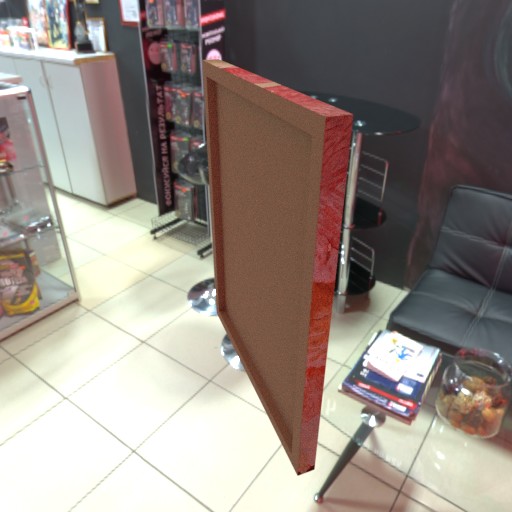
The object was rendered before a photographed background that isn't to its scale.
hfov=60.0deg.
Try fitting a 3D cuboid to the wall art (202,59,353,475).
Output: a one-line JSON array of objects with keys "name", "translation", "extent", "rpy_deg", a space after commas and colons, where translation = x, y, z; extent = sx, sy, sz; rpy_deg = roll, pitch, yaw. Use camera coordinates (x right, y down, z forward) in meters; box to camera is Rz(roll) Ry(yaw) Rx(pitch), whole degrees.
[{"name": "wall art", "translation": [0.000, 0.000, 0.677], "extent": [0.028, 0.508, 0.406], "rpy_deg": [-11, 32, -18]}]
